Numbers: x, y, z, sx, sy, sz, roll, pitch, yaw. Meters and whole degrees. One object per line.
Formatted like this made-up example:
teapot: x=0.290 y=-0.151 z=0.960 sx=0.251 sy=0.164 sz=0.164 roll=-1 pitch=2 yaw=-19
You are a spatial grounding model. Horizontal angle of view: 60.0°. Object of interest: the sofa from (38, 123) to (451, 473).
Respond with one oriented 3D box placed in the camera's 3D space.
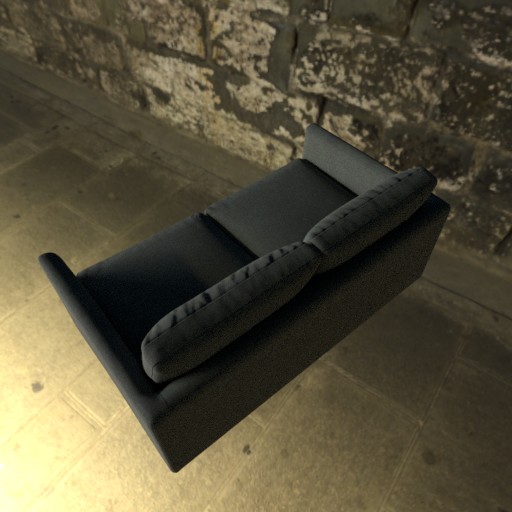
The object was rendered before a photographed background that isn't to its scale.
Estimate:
sofa: x=0.000 y=0.000 z=2.447 sx=1.909 sy=0.845 sz=1.091 roll=-32 pitch=56 yaw=-25
